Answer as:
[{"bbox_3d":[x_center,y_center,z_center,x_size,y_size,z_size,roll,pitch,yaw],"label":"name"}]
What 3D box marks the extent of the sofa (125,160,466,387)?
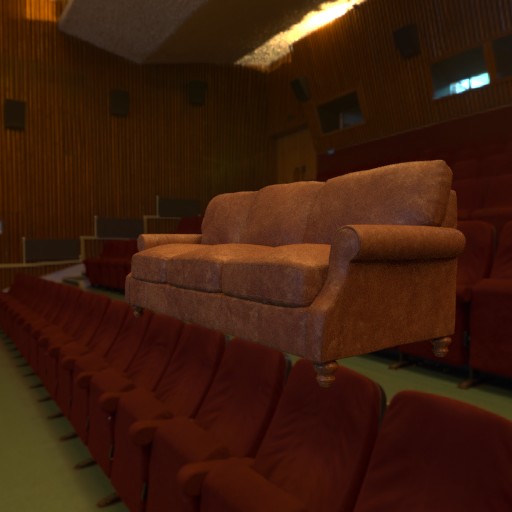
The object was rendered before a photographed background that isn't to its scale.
[{"bbox_3d":[0.000,0.000,2.824,0.973,0.977,2.351,-1,2,-36],"label":"sofa"}]
